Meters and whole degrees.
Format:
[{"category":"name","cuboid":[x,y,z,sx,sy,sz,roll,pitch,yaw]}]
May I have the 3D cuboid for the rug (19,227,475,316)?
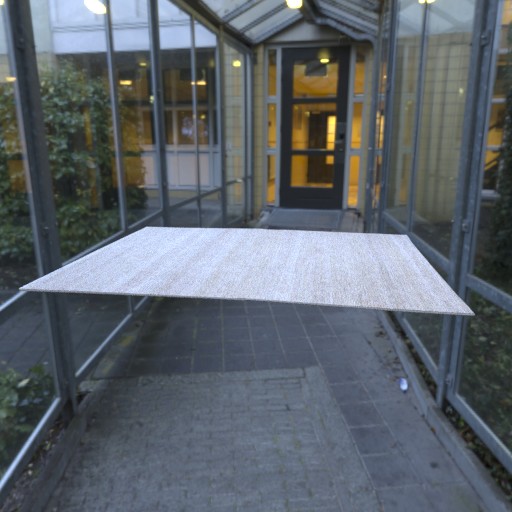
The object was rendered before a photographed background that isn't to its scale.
[{"category":"rug","cuboid":[0.000,0.000,4.271,3.245,0.046,2.467,2,15,9]}]
